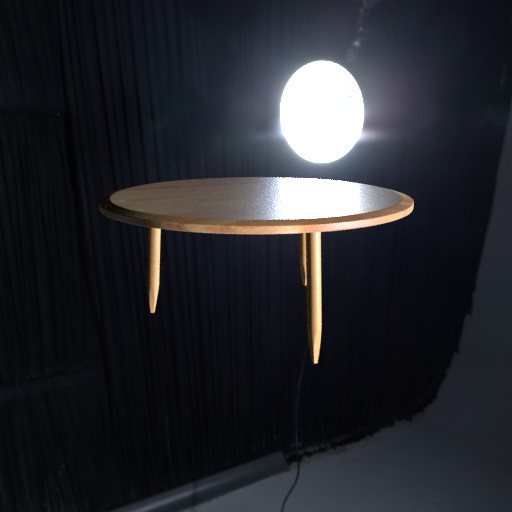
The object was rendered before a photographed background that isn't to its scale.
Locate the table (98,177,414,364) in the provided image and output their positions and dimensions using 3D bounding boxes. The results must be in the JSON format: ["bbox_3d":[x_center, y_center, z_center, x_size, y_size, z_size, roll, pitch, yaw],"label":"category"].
[{"bbox_3d":[0.000,0.000,1.390,0.900,0.400,0.900,0,16,0],"label":"table"}]
